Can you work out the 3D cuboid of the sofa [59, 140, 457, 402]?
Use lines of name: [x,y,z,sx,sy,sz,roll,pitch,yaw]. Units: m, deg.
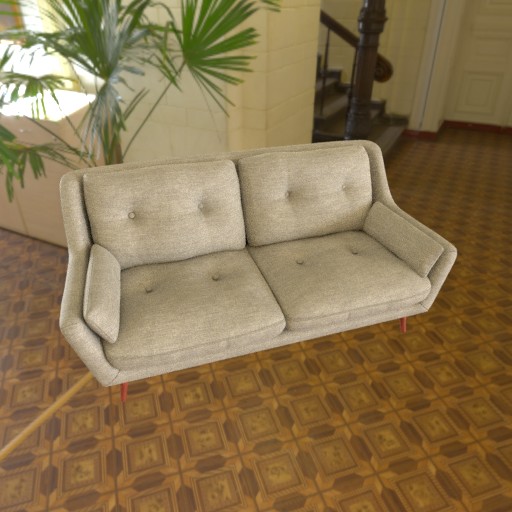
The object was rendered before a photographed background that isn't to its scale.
sofa: [0.000,0.000,2.405,1.930,0.897,0.976,-10,33,-16]
